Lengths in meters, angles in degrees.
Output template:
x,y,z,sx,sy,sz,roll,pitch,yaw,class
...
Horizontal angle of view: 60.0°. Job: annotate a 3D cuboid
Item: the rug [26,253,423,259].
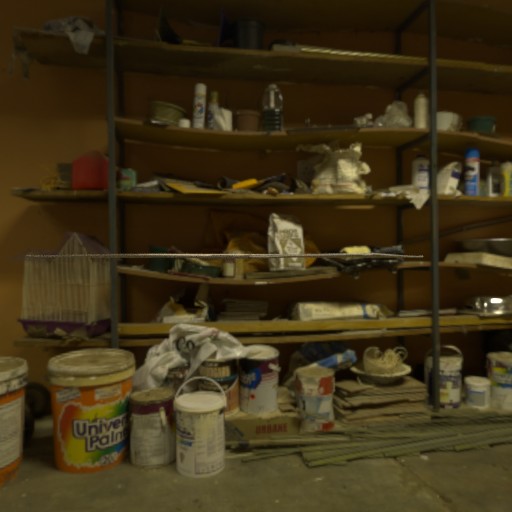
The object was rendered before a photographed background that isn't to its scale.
x,y,z,sx,sy,sz,roll,pitch,yaw,class
0.000,0.000,3.045,1.609,0.030,2.342,0,0,36,rug
